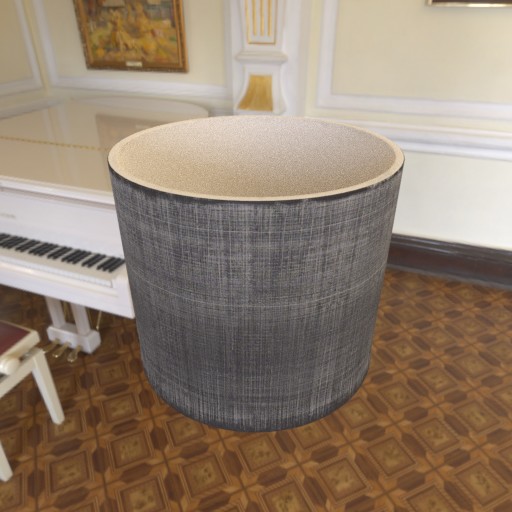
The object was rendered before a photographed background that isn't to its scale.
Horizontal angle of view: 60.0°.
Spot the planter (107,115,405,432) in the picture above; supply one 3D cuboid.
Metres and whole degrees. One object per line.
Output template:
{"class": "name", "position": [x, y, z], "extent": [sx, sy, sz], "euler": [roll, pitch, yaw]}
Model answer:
{"class": "planter", "position": [0.000, 0.000, 0.315], "extent": [0.178, 0.157, 0.178], "euler": [0, 30, 0]}
